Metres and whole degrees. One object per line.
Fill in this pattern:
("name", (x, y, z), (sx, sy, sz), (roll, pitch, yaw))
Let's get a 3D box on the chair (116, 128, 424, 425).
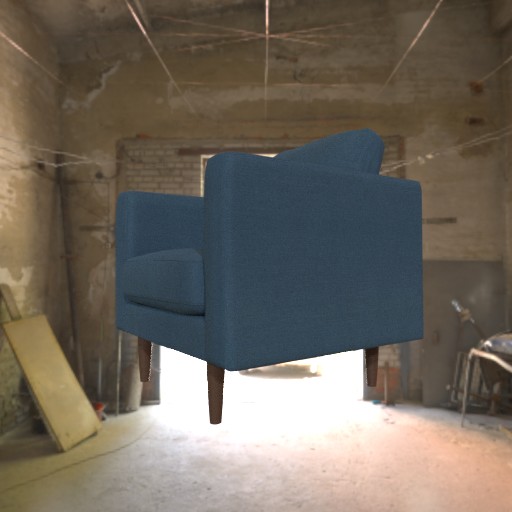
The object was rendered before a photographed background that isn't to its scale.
("chair", (0.000, 0.000, 1.611), (0.820, 0.922, 0.855), (1, -1, -35))
